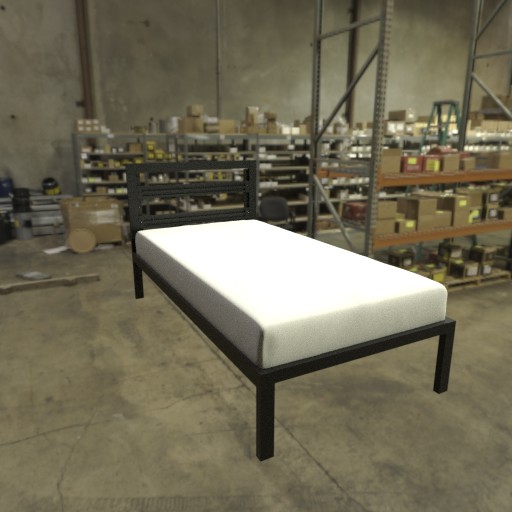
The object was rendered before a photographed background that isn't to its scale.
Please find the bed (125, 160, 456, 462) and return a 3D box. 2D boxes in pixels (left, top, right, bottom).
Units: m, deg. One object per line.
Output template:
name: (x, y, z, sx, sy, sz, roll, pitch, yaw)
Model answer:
bed: (0.000, 0.000, 2.536, 0.991, 0.967, 1.930, -8, 17, -27)
